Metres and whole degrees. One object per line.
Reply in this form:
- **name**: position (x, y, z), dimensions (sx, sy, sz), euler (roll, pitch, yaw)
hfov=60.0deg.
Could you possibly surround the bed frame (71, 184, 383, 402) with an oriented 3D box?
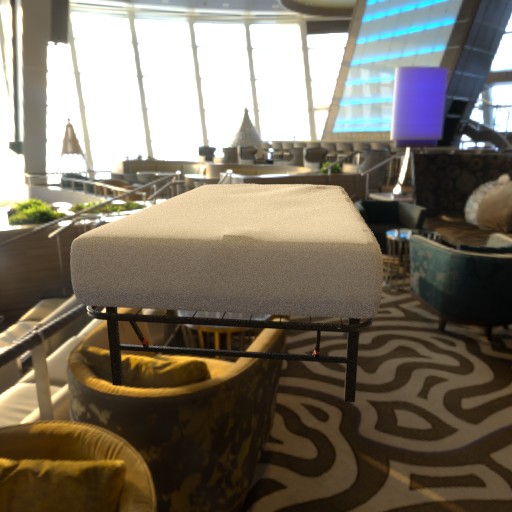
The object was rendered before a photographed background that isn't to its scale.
- **bed frame**: position (0.000, 0.000, 2.353), dimensions (1.025, 0.640, 1.908), euler (2, 15, 7)
